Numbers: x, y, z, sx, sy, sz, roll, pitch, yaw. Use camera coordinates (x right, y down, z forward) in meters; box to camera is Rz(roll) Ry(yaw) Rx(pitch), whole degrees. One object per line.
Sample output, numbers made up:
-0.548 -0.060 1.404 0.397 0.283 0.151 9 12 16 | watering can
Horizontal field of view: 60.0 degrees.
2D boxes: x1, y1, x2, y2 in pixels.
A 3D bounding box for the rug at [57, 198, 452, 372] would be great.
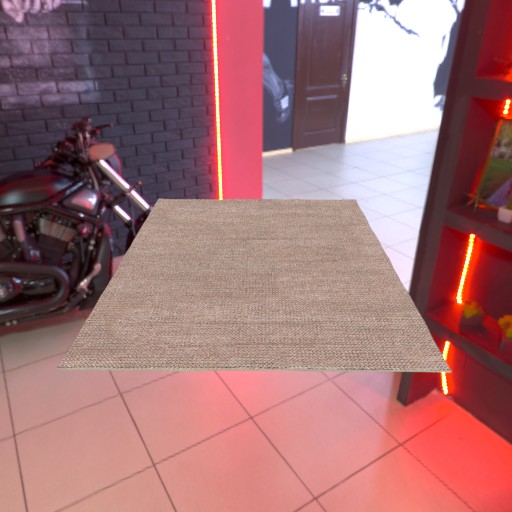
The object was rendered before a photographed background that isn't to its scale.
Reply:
0.000 0.000 4.061 2.429 0.030 3.052 0 27 0 | rug
